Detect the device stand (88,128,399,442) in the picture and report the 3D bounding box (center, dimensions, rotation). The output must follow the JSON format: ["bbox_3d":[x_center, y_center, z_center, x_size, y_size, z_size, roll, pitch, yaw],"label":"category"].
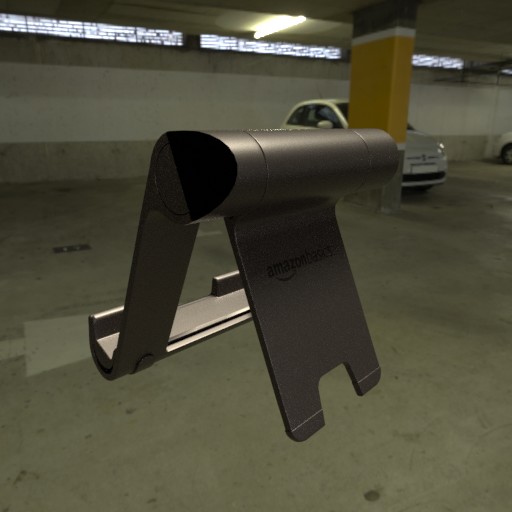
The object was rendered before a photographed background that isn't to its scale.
[{"bbox_3d":[0.000,0.000,0.152,0.079,0.084,0.088,15,22,42],"label":"device stand"}]
